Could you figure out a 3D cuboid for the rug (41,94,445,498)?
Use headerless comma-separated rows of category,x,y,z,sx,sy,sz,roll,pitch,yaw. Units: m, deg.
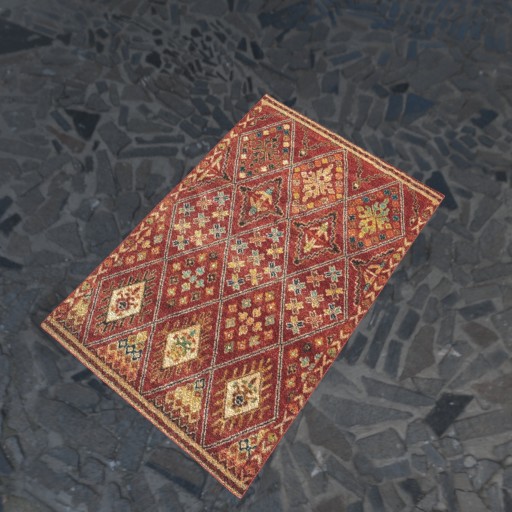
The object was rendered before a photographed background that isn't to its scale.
rug,0.000,0.000,2.837,1.521,0.026,2.286,34,70,14
